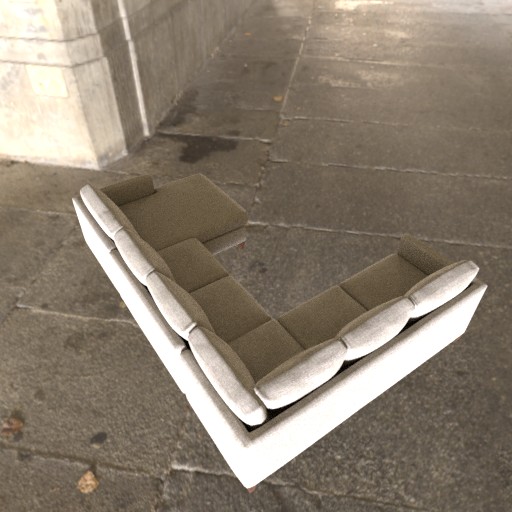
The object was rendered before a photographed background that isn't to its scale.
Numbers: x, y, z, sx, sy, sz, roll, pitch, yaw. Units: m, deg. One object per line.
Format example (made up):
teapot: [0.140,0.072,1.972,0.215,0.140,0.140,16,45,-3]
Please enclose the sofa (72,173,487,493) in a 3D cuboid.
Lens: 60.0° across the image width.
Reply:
sofa: [0.000,0.000,4.519,2.593,0.959,3.460,-25,47,-25]
